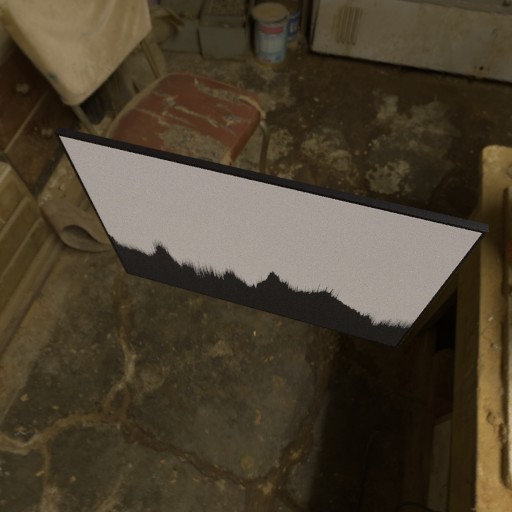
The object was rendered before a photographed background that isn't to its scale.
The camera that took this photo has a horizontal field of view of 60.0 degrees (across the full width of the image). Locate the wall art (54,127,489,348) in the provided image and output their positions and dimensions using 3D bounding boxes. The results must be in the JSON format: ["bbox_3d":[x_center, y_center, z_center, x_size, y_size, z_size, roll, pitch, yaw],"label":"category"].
[{"bbox_3d":[0.000,0.000,1.227,0.957,0.660,0.019,14,60,9],"label":"wall art"}]
